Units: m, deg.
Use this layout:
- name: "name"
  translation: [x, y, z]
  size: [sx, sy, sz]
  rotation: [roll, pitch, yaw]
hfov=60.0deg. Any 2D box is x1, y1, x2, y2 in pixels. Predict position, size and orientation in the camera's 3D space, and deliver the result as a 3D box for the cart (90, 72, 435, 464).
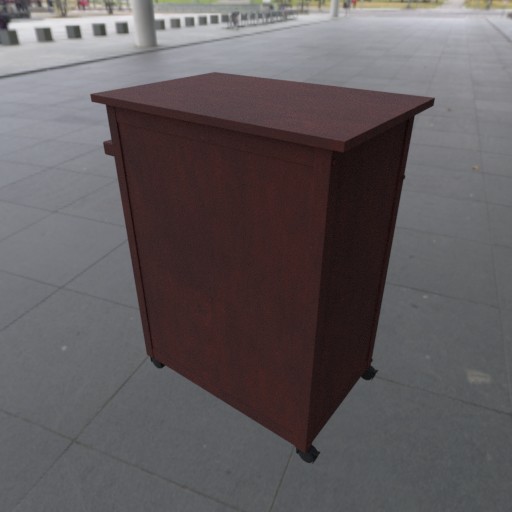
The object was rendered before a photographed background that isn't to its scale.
- name: "cart"
  translation: [0.000, 0.000, 1.247]
  size: [0.683, 0.864, 0.442]
  rotation: [21, 36, 31]
